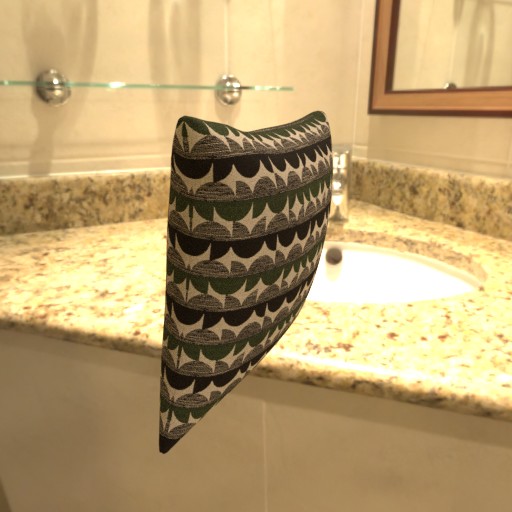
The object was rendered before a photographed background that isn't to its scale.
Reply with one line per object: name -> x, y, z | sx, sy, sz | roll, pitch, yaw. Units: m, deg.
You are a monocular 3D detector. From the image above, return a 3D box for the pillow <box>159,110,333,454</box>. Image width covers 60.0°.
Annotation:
pillow -> 0.000, 0.000, 0.653 | 0.180, 0.404, 0.419 | 9, 21, 24
